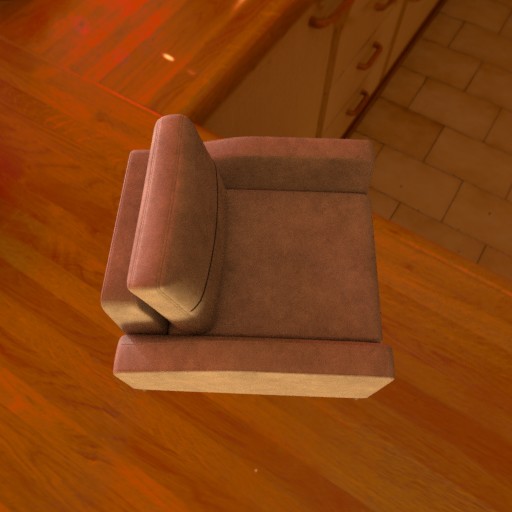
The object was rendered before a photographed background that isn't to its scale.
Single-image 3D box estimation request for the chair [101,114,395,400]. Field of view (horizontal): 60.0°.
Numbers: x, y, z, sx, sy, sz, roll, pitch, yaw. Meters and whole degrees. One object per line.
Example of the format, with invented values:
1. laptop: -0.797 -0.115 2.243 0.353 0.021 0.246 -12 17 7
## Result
1. chair: 0.000 0.000 1.612 0.900 0.800 0.900 2 64 1
